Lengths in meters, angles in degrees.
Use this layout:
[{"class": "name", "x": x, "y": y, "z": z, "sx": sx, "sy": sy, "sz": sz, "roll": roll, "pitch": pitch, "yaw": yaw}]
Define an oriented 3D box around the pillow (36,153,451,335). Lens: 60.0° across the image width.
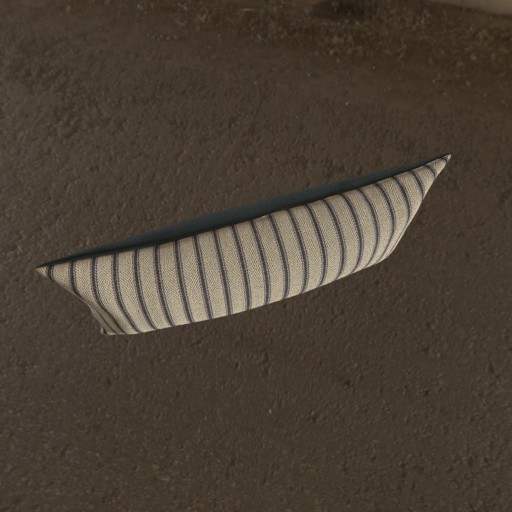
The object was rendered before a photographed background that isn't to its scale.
[{"class": "pillow", "x": 0.000, "y": 0.000, "z": 0.750, "sx": 0.609, "sy": 0.305, "sz": 0.151, "roll": -16, "pitch": 63, "yaw": -8}]
